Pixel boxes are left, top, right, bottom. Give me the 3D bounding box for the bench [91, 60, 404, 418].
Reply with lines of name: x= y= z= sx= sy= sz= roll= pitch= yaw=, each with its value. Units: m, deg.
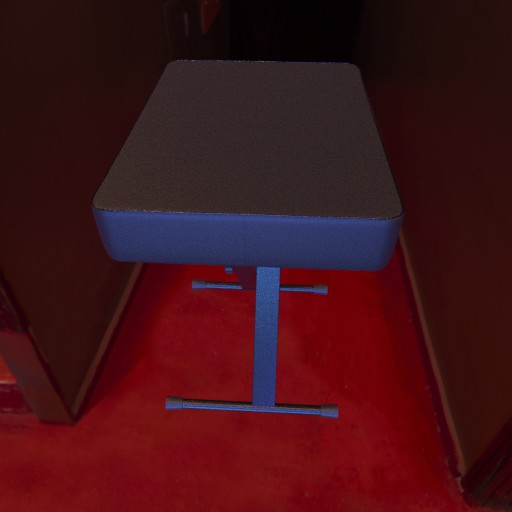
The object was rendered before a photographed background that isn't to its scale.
bench: x=0.000 y=0.000 z=0.759 sx=0.321 sy=0.500 sz=0.424 roll=2 pitch=43 yaw=2
